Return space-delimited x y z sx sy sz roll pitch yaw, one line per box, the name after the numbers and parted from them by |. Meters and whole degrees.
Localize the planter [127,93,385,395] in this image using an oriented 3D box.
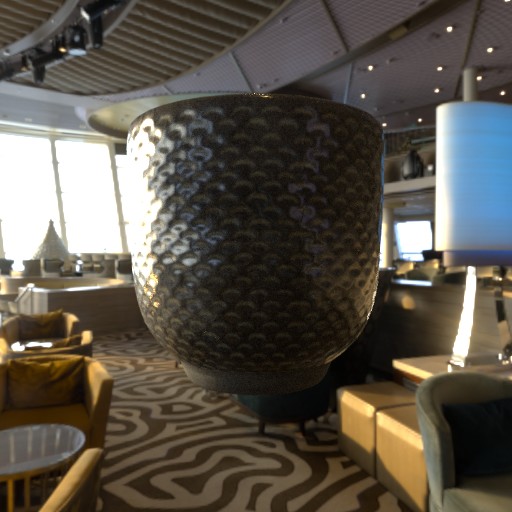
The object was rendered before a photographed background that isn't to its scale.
0.000 0.000 0.353 0.197 0.191 0.197 0 0 0 | planter
